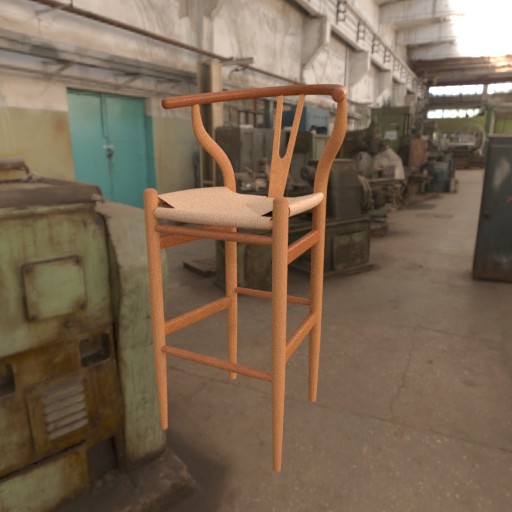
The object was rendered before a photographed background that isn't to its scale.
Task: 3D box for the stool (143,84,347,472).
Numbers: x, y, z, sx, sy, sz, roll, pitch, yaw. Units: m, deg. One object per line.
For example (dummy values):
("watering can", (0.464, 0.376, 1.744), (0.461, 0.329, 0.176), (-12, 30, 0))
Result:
("stool", (0.000, 0.000, 1.405), (0.574, 1.068, 0.561), (8, 16, 27))
